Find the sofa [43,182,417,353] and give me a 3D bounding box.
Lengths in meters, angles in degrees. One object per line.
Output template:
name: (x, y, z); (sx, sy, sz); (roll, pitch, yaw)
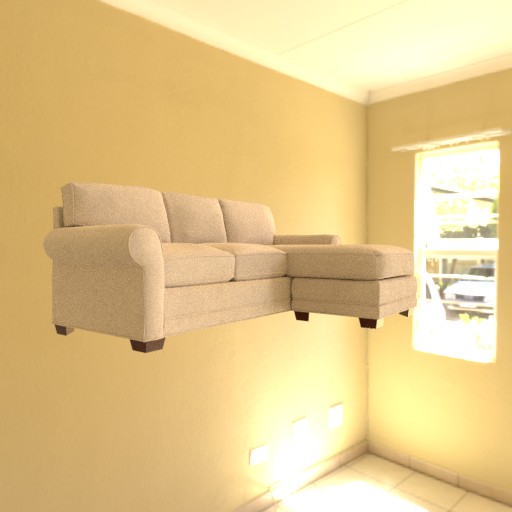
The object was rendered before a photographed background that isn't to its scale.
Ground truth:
sofa: (0.000, 0.000, 2.387); (1.226, 0.734, 1.770); (1, 1, 37)
